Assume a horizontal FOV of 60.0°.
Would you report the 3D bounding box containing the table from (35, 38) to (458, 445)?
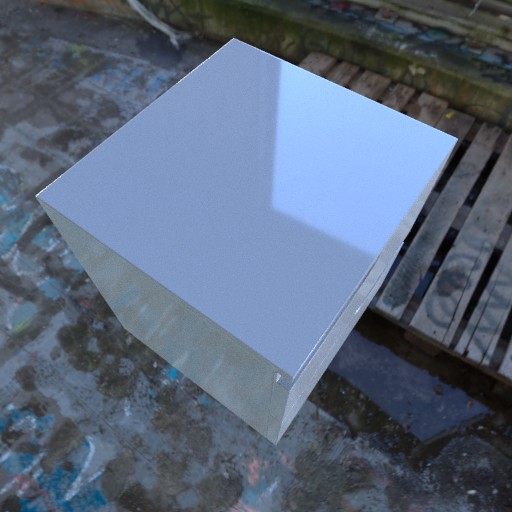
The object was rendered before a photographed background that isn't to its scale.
[{"bbox_3d":[0.000,0.000,0.800,0.400,0.470,0.420,32,64,18],"label":"table"}]
